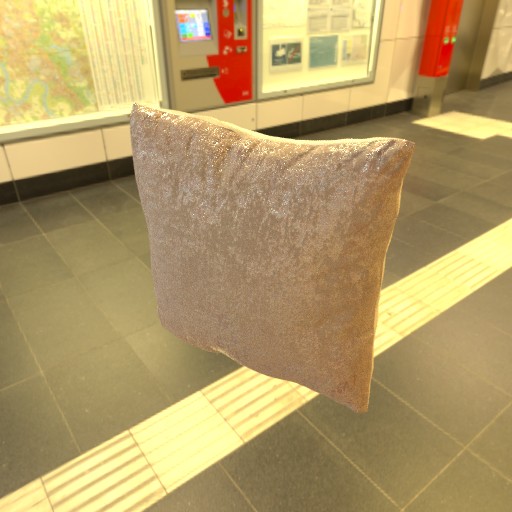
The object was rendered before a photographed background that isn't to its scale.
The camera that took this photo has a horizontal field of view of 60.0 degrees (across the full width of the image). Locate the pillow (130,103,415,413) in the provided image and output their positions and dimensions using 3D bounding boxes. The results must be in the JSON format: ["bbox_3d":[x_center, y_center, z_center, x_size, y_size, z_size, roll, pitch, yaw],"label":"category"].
[{"bbox_3d":[0.000,0.000,0.726,0.450,0.448,0.245,18,35,28],"label":"pillow"}]
